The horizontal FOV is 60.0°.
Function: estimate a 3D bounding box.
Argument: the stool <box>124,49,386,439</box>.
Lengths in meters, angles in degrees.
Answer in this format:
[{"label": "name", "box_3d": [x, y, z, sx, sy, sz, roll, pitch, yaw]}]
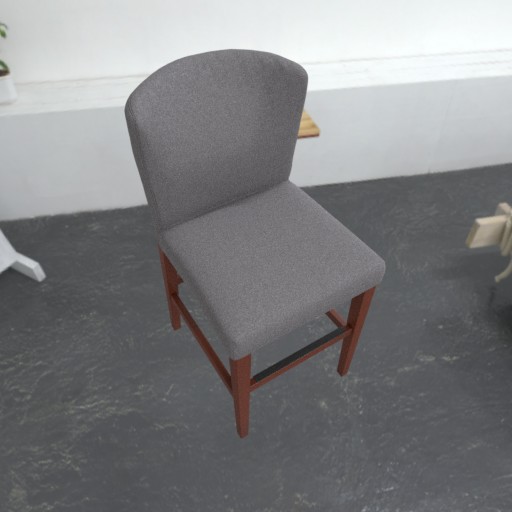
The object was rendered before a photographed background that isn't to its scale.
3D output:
[{"label": "stool", "box_3d": [0.000, 0.000, 1.282, 0.481, 0.968, 0.568, -24, 50, -22]}]
